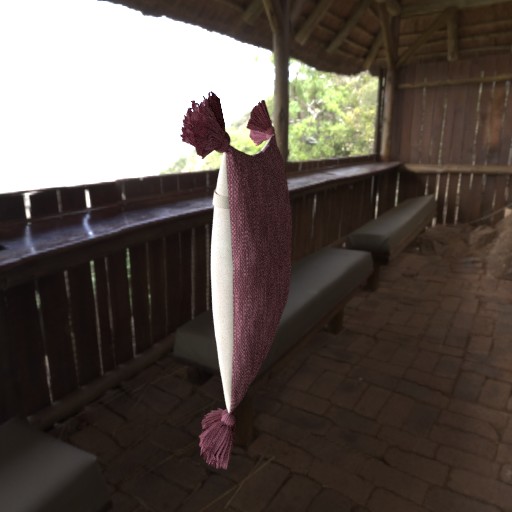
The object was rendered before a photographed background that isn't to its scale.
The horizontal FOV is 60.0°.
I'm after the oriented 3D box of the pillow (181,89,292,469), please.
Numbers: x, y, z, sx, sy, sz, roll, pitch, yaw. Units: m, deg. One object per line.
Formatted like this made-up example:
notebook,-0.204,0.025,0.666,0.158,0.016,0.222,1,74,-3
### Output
pillow,0.000,0.000,0.956,0.138,0.659,0.641,3,17,11
